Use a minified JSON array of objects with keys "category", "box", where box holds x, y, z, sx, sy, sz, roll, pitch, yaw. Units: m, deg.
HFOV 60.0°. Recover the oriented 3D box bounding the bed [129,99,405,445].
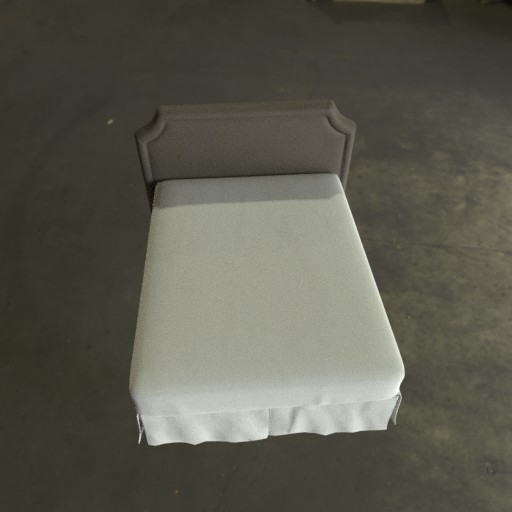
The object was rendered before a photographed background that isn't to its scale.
[{"category":"bed","box":[0.000,0.000,3.216,1.831,1.297,2.181,-3,46,-3]}]
